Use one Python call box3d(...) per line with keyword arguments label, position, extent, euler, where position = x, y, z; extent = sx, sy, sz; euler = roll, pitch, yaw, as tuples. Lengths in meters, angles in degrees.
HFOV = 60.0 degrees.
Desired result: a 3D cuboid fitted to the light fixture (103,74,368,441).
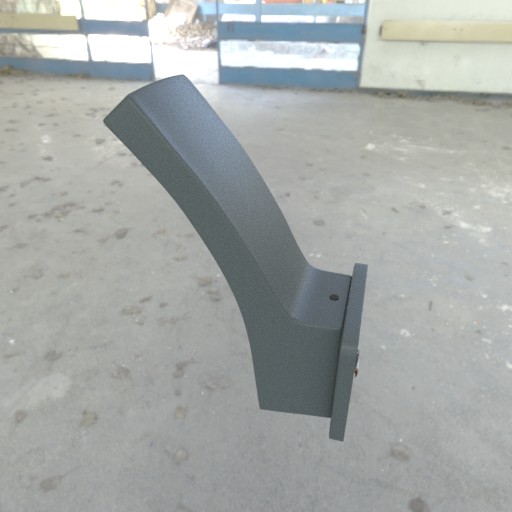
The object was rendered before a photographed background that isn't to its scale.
box3d(label="light fixture", position=(0.000, 0.000, 0.333), extent=(0.174, 0.243, 0.108), euler=(8, 32, 14))
